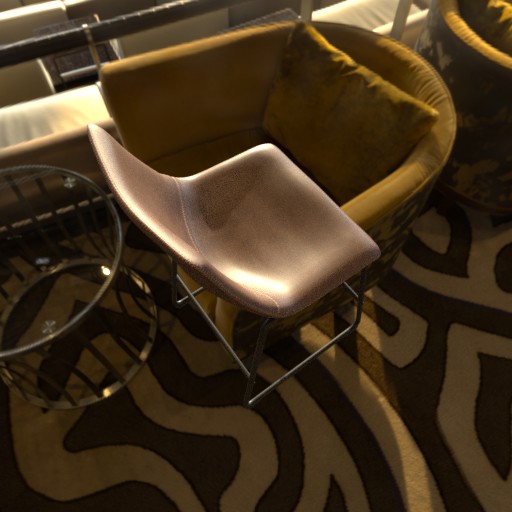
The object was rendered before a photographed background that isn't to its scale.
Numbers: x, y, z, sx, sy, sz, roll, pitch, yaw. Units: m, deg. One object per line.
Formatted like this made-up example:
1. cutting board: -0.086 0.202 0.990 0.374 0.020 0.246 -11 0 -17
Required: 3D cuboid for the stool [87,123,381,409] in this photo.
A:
1. stool: 0.000 0.000 1.174 0.550 0.890 0.460 -32 64 -18
